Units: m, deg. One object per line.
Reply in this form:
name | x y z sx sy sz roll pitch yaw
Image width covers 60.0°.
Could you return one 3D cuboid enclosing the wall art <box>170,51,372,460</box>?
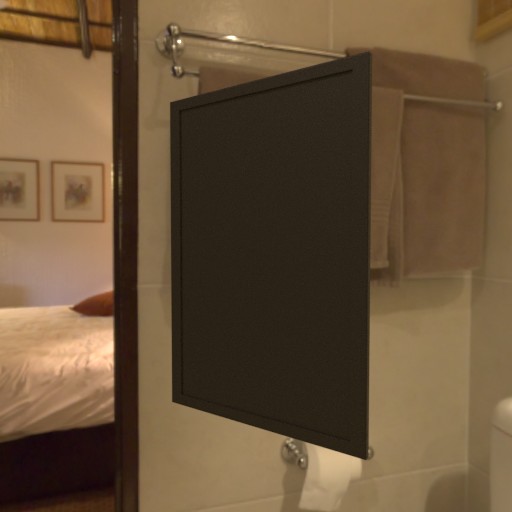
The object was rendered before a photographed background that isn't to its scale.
wall art | 0.000 0.000 0.851 0.451 0.661 0.012 1 3 35
